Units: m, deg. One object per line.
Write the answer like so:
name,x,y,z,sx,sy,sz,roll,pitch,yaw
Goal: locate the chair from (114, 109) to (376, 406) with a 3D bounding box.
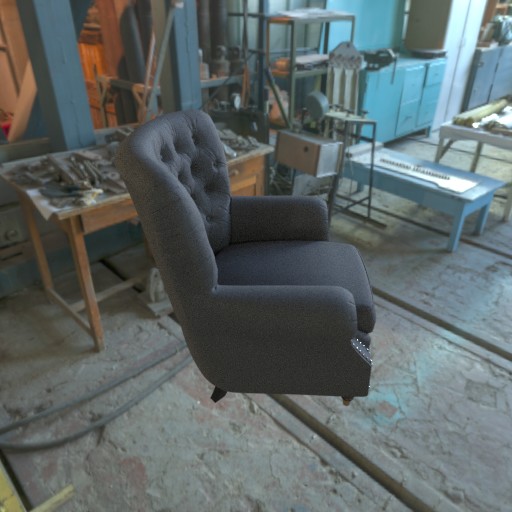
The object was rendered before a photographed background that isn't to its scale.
chair,0.000,0.000,1.862,0.983,1.046,0.983,0,31,1
